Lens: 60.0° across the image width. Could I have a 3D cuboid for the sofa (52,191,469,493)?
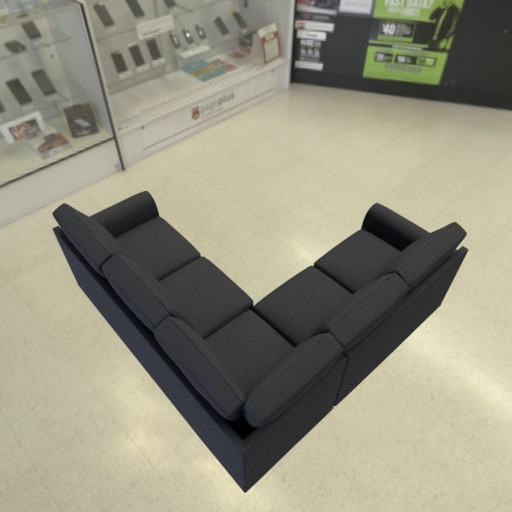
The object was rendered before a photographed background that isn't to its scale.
[{"bbox_3d":[0.000,0.000,3.883,2.487,1.042,2.562,-33,55,-27],"label":"sofa"}]
